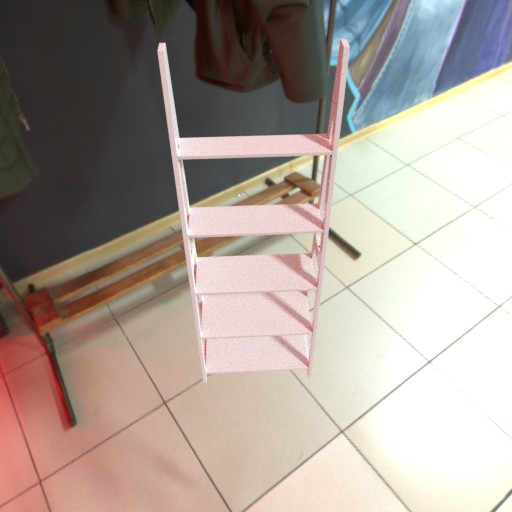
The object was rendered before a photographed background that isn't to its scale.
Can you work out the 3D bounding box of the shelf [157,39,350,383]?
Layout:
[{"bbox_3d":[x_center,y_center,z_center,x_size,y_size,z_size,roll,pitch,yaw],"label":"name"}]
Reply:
[{"bbox_3d":[0.000,0.000,2.037,0.636,1.779,0.341,-2,48,-2],"label":"shelf"}]
